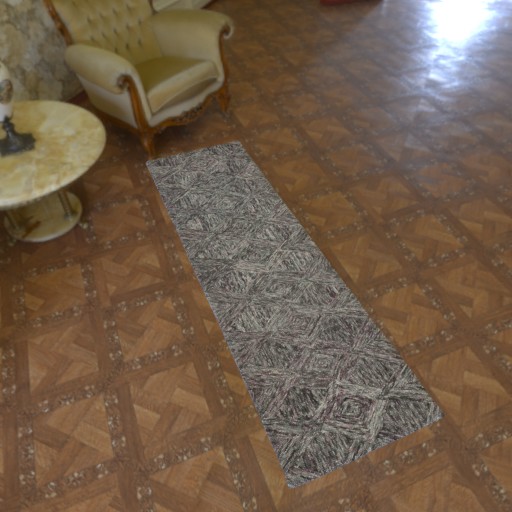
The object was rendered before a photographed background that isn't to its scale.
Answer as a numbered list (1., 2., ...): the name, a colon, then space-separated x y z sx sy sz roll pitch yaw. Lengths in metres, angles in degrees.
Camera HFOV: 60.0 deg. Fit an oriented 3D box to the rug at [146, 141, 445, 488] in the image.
1. rug: 0.000 0.000 2.459 0.719 0.013 2.305 -17 48 -16
